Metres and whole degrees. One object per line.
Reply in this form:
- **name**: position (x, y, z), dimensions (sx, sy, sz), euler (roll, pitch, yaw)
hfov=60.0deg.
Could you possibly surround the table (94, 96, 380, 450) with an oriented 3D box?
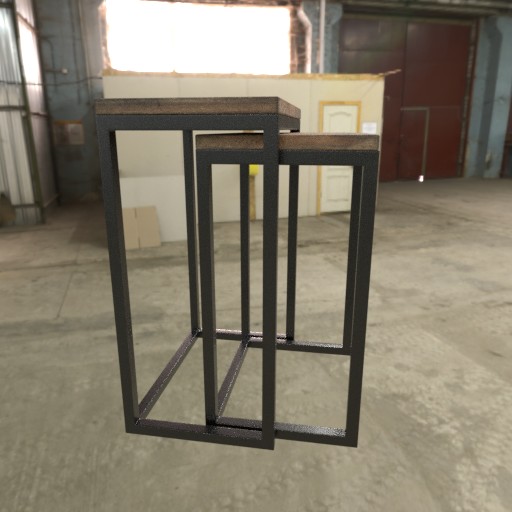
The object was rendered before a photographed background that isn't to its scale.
- **table**: position (0.000, 0.000, 0.950), dimensions (0.460, 0.615, 0.456), euler (3, 16, 11)
